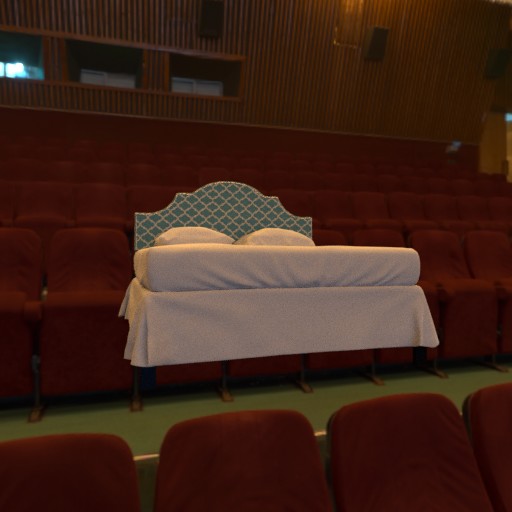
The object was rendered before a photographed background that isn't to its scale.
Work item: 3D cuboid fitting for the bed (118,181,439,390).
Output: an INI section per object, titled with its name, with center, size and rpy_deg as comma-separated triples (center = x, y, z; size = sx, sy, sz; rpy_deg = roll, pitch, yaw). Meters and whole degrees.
[bed]
center = 0.000, 0.000, 3.911
size = 2.314, 1.601, 2.222
rpy_deg = 0, 0, -17
